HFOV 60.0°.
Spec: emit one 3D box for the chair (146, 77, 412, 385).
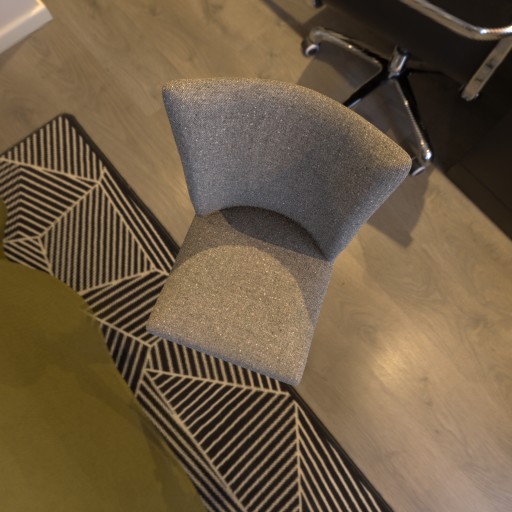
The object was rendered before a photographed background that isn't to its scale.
[{"bbox_3d":[0.000,0.000,1.299,0.535,0.924,0.623,19,77,5],"label":"chair"}]
